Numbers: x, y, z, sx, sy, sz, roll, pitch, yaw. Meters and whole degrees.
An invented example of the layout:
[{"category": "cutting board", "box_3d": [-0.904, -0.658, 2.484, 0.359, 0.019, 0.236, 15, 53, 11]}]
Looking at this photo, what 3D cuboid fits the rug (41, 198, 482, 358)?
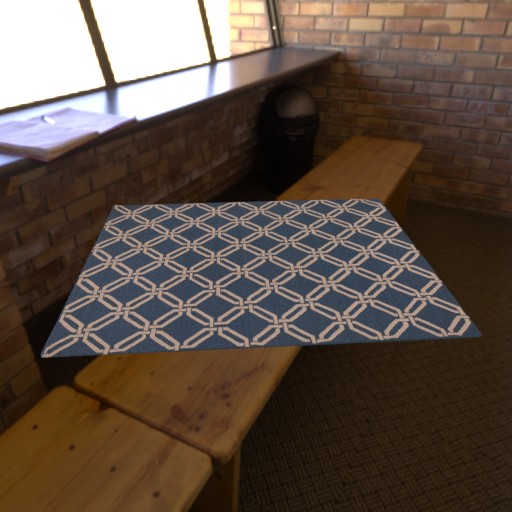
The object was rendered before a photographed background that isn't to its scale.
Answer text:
[{"category": "rug", "box_3d": [0.000, 0.000, 3.817, 2.867, 0.020, 2.277, -2, 31, -3]}]
